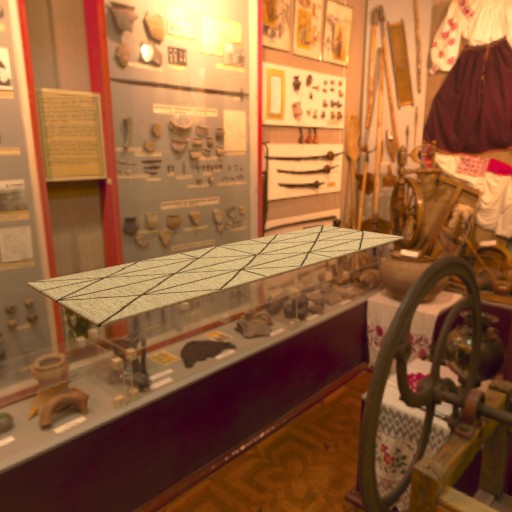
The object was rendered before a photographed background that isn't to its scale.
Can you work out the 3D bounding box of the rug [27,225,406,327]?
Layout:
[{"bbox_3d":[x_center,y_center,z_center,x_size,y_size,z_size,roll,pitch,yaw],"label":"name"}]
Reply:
[{"bbox_3d":[0.000,0.000,2.760,0.762,0.012,2.438,13,19,43],"label":"rug"}]
